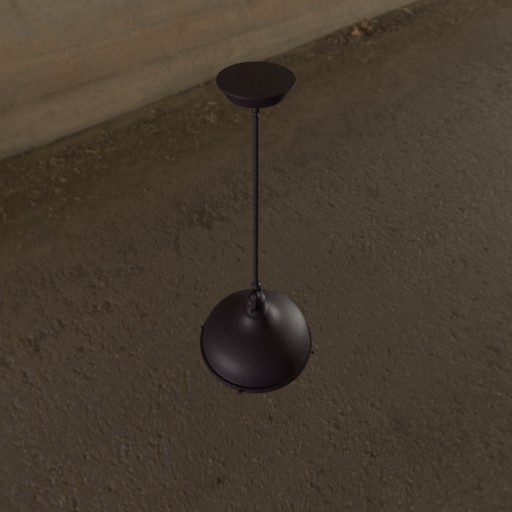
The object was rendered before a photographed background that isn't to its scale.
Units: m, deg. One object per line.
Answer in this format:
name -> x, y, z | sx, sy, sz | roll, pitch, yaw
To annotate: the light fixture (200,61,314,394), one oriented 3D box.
light fixture -> 0.000, 0.000, 1.033 | 0.341, 0.849, 0.341 | 11, 48, 10
